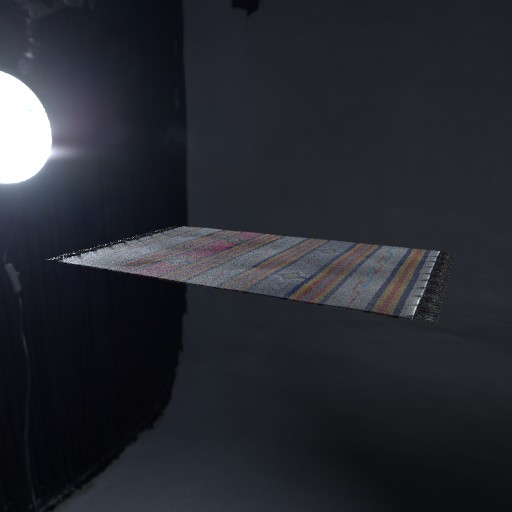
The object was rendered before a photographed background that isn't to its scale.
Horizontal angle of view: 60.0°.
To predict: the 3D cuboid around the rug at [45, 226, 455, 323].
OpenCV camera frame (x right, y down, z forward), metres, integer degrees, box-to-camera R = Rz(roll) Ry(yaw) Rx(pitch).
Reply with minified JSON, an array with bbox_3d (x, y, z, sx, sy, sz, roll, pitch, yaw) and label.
[{"bbox_3d":[0.000,0.000,2.302,1.849,0.013,1.084,7,16,26],"label":"rug"}]
